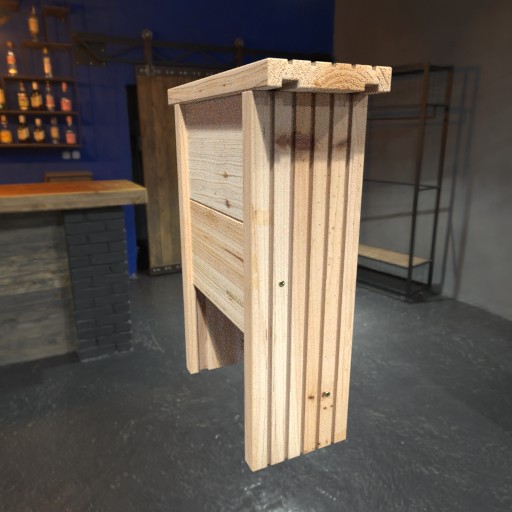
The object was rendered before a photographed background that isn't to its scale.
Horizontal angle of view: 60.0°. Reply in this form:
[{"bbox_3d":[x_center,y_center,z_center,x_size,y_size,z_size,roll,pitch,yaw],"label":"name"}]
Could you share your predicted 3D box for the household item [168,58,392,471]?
[{"bbox_3d":[0.000,0.000,0.551,0.123,0.407,0.301,-7,17,-24],"label":"household item"}]
